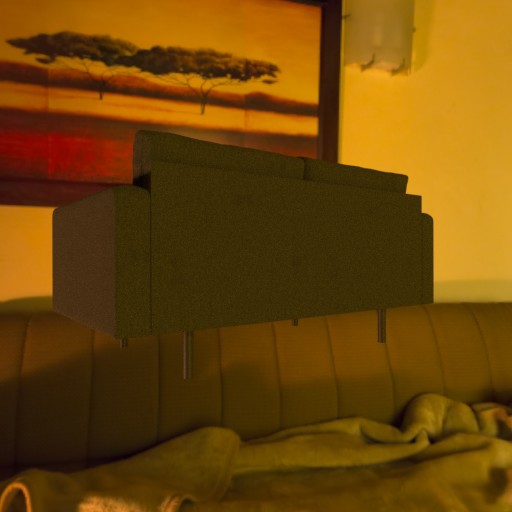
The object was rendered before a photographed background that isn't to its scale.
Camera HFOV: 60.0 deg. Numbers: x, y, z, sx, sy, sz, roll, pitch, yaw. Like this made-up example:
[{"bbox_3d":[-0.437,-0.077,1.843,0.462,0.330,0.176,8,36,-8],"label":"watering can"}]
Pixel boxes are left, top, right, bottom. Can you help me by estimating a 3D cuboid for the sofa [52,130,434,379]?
[{"bbox_3d":[0.000,0.000,2.223,1.730,0.897,0.889,0,0,-36],"label":"sofa"}]
